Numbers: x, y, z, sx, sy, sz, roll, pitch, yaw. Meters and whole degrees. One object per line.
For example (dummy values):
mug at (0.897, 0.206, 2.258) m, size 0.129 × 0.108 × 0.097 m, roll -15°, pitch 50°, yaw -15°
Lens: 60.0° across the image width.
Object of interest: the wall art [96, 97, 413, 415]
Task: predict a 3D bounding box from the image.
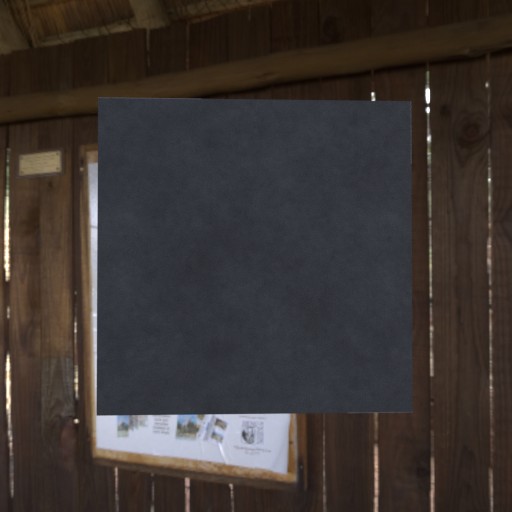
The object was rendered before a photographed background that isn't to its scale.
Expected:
wall art at (0.000, 0.000, 1.099) m, size 0.765 × 0.765 × 0.046 m, roll 0°, pitch -1°, yaw -2°
